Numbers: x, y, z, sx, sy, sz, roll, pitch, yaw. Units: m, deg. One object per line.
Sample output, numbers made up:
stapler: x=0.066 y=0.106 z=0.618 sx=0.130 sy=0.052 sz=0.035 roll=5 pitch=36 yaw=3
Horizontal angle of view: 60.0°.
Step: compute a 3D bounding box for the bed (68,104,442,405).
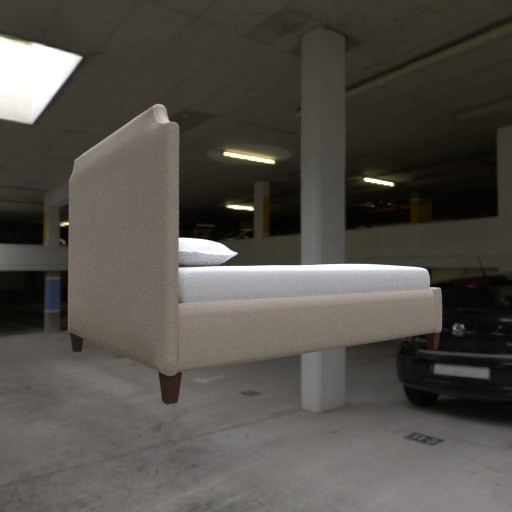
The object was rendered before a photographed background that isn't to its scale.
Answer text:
bed: x=0.000 y=0.000 z=3.405 sx=2.372 sy=1.443 sz=1.713 roll=1 pitch=-2 yaw=-37
